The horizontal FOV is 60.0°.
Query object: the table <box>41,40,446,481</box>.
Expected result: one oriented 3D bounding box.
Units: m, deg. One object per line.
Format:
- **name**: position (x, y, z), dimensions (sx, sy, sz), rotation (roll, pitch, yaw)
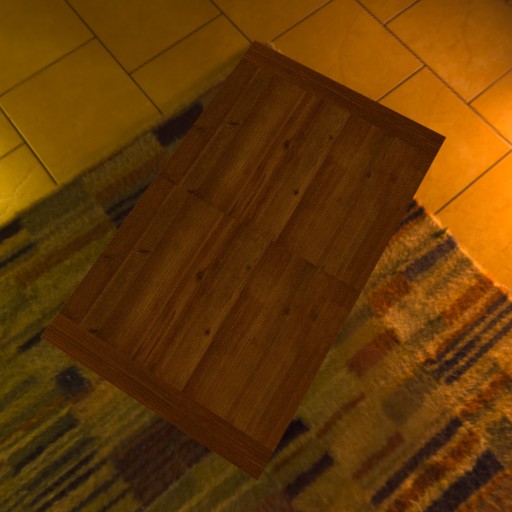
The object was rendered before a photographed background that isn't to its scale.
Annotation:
- **table**: position (0.000, 0.000, 2.075), dimensions (0.922, 0.743, 1.503), rotation (30, 77, 8)
